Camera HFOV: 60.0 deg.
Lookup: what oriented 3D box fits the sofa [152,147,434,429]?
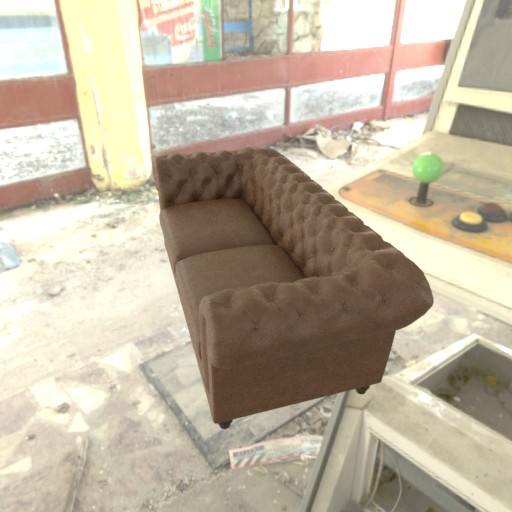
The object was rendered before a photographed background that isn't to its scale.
[{"bbox_3d":[0.000,0.000,2.575,0.955,0.784,2.048,-9,31,-15],"label":"sofa"}]
